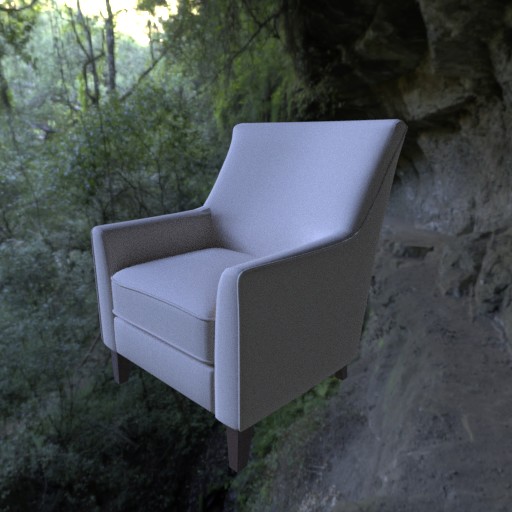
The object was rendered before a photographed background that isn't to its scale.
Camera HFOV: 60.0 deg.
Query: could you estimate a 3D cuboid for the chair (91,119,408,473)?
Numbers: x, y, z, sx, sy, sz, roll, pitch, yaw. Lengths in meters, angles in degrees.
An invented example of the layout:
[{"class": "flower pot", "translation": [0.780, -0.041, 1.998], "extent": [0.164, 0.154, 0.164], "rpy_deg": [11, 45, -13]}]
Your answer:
[{"class": "chair", "translation": [0.000, 0.000, 1.557], "extent": [0.756, 0.916, 0.879], "rpy_deg": [14, 21, 42]}]
